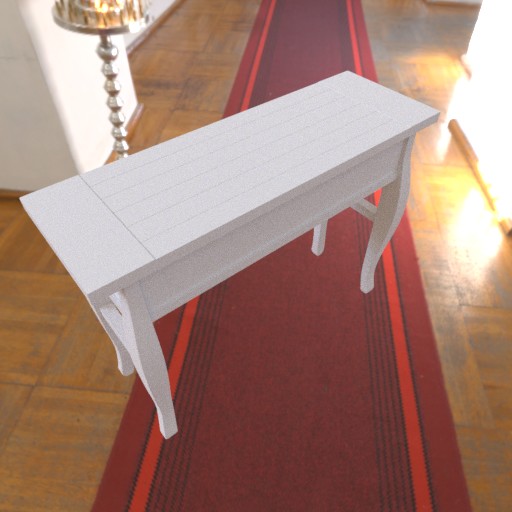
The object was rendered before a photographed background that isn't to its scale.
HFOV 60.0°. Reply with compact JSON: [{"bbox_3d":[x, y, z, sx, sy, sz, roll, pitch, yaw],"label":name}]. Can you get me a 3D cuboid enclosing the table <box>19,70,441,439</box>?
[{"bbox_3d":[0.000,0.000,1.393,1.062,0.768,0.373,-30,53,-26],"label":"table"}]
